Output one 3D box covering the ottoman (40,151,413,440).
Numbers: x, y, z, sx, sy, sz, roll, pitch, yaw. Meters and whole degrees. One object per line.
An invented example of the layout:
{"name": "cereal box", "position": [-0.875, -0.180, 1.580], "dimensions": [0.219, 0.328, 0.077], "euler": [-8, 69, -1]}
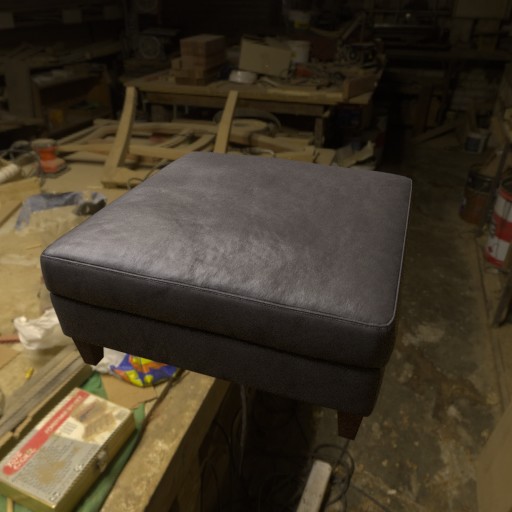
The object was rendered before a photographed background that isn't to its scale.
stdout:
{"name": "ottoman", "position": [0.000, 0.000, 1.324], "dimensions": [0.836, 0.415, 0.844], "euler": [10, 33, 16]}
